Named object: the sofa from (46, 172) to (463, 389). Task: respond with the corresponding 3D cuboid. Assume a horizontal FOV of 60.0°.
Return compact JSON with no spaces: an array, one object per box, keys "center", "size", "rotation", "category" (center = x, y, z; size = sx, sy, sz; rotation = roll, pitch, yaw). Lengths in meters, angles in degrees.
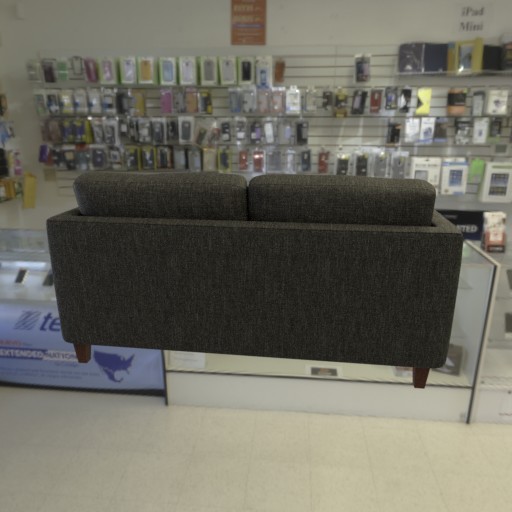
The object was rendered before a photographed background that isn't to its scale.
[{"center":[0.000,0.000,2.449],"size":[1.884,0.963,0.950],"rotation":[2,17,7],"category":"sofa"}]
